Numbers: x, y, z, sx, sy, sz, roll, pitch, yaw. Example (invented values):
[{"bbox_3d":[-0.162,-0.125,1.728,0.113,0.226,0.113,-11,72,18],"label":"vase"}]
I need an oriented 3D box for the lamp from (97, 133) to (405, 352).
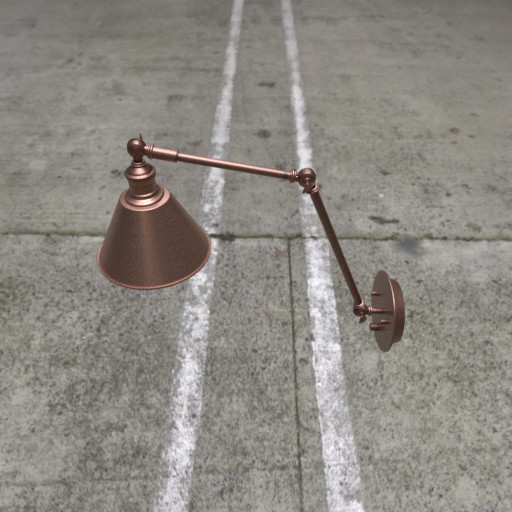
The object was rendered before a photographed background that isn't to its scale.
[{"bbox_3d":[0.000,0.000,0.892,0.624,0.502,0.223,0,41,0],"label":"lamp"}]
